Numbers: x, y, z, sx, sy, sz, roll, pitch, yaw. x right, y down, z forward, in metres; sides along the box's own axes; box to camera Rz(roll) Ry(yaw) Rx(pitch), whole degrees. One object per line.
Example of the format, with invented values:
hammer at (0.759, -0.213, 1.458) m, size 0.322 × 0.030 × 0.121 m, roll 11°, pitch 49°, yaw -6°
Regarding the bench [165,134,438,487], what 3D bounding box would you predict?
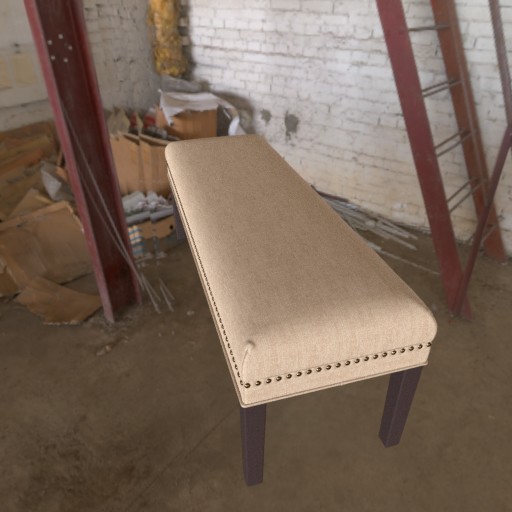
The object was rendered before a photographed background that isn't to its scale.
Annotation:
bench at (0.000, 0.000, 1.417) m, size 0.410 × 0.457 × 1.219 m, roll -9°, pitch 33°, yaw -14°
